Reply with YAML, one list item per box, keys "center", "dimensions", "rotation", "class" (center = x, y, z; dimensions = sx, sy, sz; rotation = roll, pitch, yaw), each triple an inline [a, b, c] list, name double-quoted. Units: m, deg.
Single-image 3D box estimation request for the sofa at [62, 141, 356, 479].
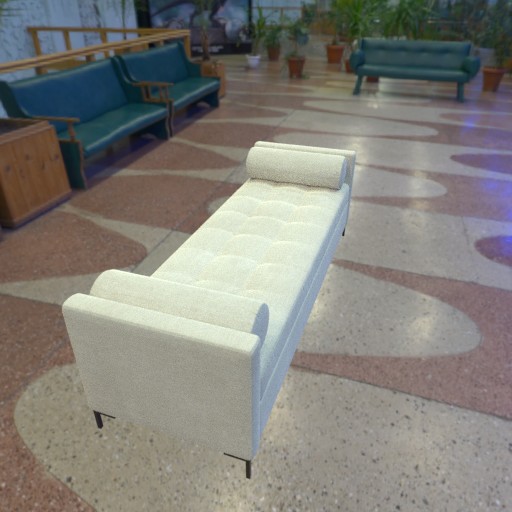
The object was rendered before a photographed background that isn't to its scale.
- center: [0.000, 0.000, 2.320]
  dimensions: [0.686, 0.635, 1.981]
  rotation: [10, 32, 17]
  class: "sofa"
